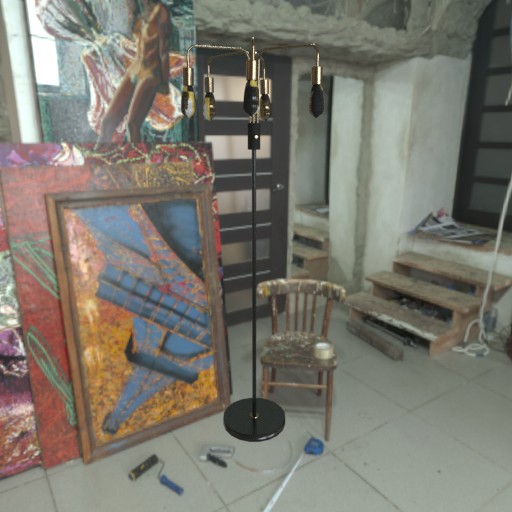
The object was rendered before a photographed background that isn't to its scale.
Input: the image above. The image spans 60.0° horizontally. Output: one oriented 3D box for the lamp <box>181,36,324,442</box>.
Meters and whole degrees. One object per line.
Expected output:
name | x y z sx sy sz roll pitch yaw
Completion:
lamp | 0.000 0.000 2.004 0.599 1.721 0.572 8 17 26
